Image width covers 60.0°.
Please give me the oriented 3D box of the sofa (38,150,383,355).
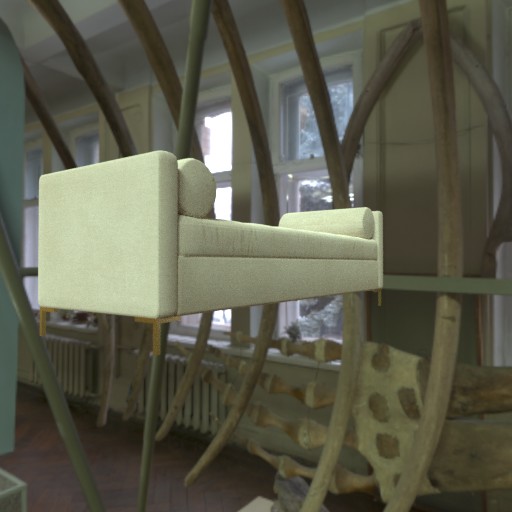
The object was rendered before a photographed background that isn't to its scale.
[{"bbox_3d":[0.000,0.000,2.329,0.686,0.635,1.981,-1,-1,35],"label":"sofa"}]
